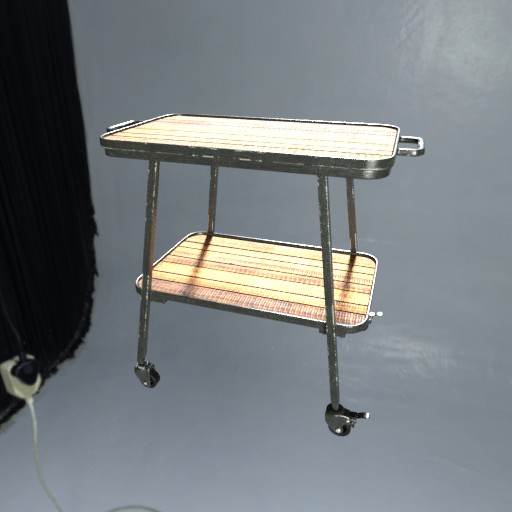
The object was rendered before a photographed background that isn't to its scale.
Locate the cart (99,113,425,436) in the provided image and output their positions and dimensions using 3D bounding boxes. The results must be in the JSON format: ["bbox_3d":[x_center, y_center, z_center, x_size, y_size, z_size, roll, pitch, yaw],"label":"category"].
[{"bbox_3d":[0.000,0.000,1.271,0.806,0.700,0.515,8,28,16],"label":"cart"}]
